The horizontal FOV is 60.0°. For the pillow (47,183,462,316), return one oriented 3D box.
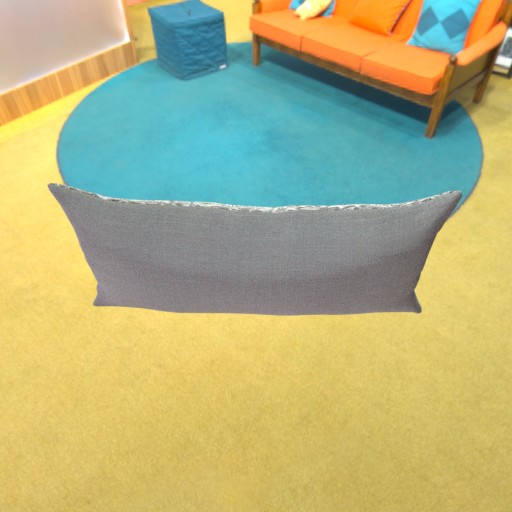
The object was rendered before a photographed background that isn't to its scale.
[{"bbox_3d":[0.000,0.000,0.751,0.631,0.290,0.148,1,46,1],"label":"pillow"}]
